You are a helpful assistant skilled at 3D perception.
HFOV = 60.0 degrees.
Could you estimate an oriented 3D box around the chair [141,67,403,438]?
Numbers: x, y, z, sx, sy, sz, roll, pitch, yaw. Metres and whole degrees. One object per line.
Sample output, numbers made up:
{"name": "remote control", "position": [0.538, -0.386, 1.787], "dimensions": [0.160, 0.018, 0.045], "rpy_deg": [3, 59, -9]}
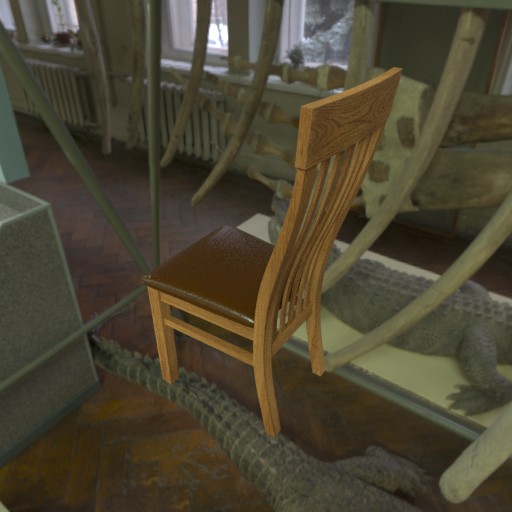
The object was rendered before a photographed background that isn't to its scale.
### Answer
{"name": "chair", "position": [0.000, 0.000, 1.336], "dimensions": [0.580, 1.050, 0.450], "rpy_deg": [21, 38, 29]}
